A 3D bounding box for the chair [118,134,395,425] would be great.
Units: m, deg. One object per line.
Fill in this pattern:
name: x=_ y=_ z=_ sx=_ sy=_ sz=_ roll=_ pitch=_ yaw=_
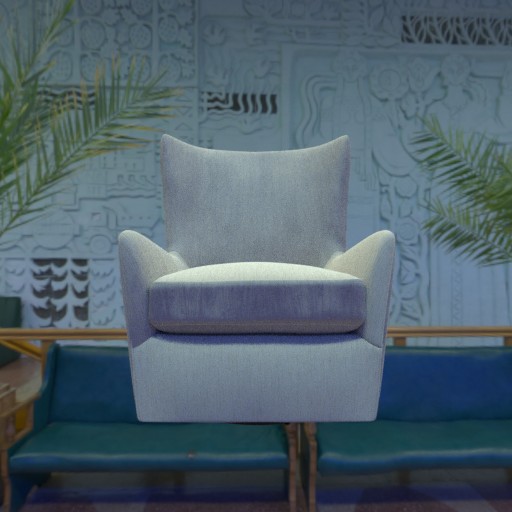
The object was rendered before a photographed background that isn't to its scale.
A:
chair: x=0.000 y=0.000 z=1.644 sx=0.779 sy=1.000 sz=0.904 roll=0 pitch=0 yaw=0
